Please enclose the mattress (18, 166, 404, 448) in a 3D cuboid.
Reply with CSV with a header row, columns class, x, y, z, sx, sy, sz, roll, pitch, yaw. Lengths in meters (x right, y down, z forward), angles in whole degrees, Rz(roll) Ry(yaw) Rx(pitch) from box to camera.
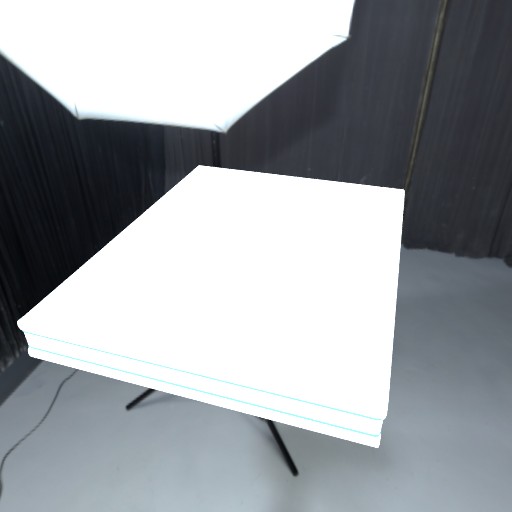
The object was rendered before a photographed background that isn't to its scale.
class,x,y,z,sx,sy,sz,roll,pitch,yaw
mattress,0.000,0.000,2.623,1.600,0.230,2.000,10,34,15
